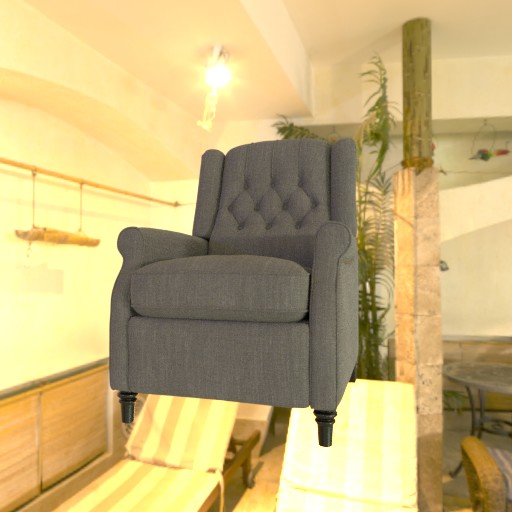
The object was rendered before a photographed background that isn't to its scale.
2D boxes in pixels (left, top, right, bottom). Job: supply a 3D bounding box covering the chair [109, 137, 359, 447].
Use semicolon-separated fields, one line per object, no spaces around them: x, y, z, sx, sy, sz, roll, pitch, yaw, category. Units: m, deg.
0.000;0.000;1.624;0.742;1.035;0.898;0;-1;17;chair
